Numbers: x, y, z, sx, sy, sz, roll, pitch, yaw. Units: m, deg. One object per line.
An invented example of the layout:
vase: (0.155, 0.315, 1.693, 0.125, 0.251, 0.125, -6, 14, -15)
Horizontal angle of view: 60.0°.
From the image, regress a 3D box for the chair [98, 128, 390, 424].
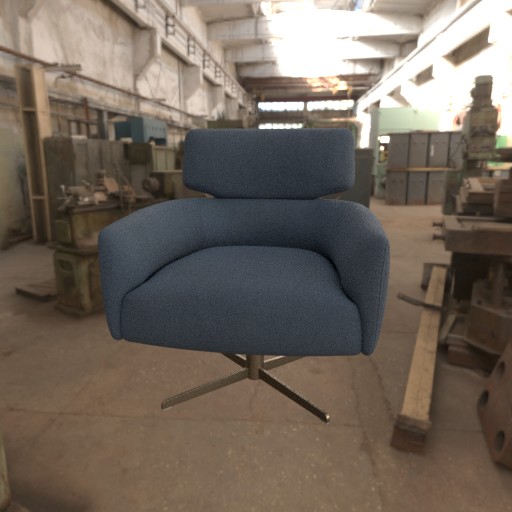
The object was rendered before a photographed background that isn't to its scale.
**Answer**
chair: (0.000, 0.000, 1.410, 0.738, 0.813, 0.761, 2, 13, 8)
